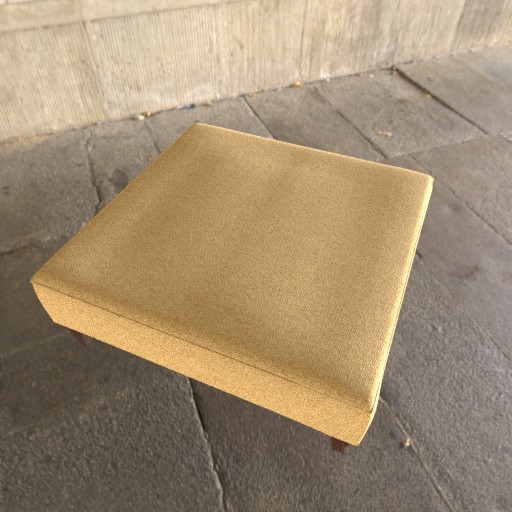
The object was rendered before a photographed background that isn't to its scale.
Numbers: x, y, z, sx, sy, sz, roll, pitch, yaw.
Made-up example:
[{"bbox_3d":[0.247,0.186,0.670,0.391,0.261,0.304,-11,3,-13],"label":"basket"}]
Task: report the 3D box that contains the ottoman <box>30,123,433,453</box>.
[{"bbox_3d":[0.000,0.000,1.514,0.981,0.378,0.970,17,48,16],"label":"ottoman"}]
